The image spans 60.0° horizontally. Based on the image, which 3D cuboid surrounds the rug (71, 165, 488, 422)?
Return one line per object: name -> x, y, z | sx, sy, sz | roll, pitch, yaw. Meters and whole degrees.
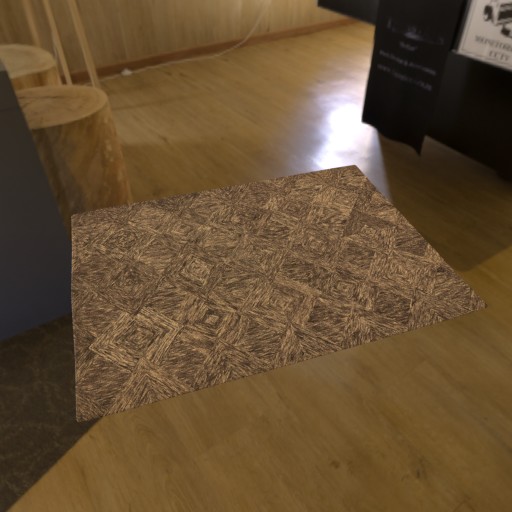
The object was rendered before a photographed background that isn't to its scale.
rug -> 0.000, 0.000, 5.145 | 4.093, 0.020, 2.997 | -12, 44, -13
